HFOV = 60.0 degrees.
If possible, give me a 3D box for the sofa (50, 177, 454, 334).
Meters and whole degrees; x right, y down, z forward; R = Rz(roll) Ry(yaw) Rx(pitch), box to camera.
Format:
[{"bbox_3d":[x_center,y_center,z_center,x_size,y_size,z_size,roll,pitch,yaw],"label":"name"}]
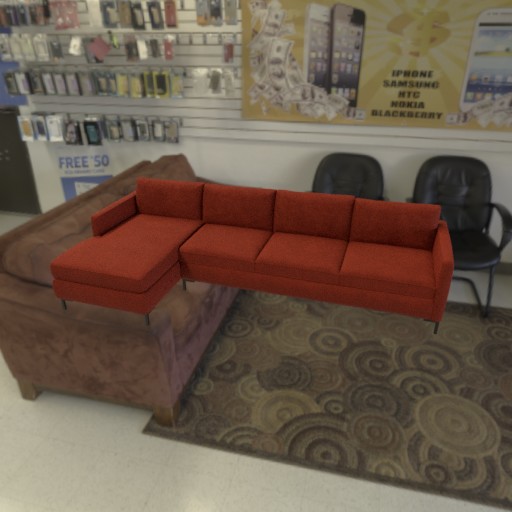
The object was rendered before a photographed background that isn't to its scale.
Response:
[{"bbox_3d":[0.000,0.000,2.989,2.467,0.663,1.136,8,28,15],"label":"sofa"}]
